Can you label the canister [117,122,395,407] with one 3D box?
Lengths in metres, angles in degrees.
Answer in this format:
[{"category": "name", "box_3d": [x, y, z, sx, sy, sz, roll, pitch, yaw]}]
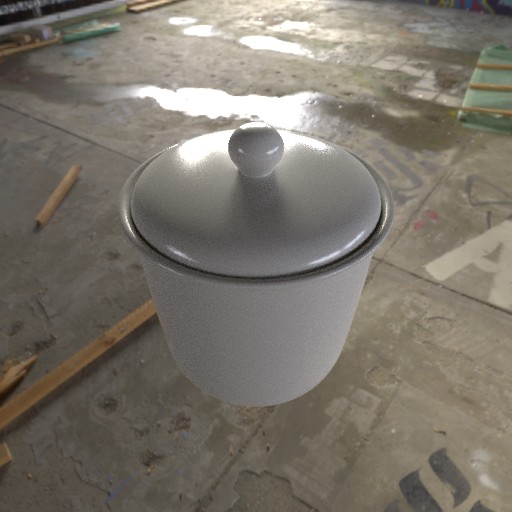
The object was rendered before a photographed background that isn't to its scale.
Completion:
[{"category": "canister", "box_3d": [0.000, 0.000, 0.336, 0.182, 0.208, 0.182, 0, 41, 0]}]
